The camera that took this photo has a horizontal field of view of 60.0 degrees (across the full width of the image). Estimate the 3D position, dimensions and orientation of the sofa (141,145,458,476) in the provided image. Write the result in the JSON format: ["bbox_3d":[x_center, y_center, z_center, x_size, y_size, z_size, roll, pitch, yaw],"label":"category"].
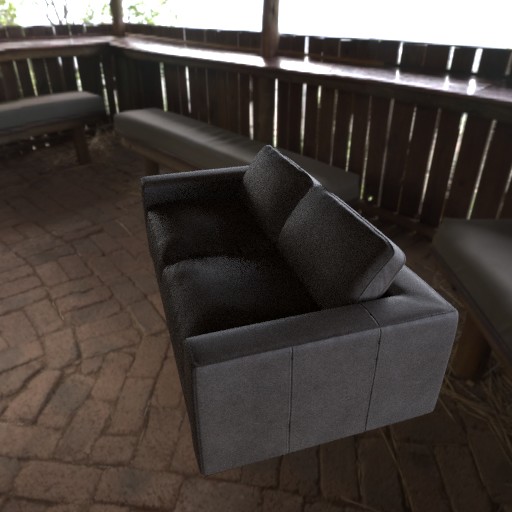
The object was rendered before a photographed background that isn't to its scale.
[{"bbox_3d":[0.000,0.000,2.417,1.070,0.800,1.920,-9,31,-15],"label":"sofa"}]
